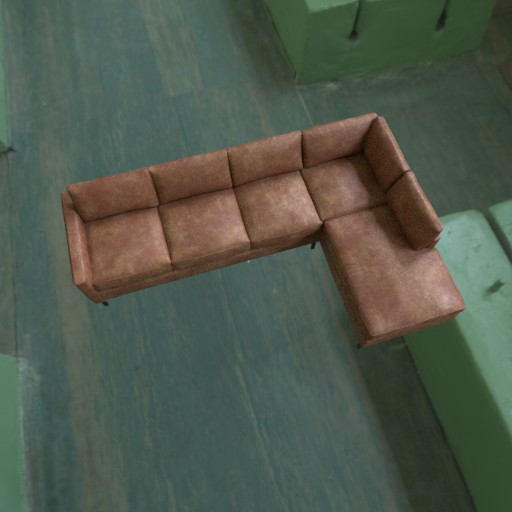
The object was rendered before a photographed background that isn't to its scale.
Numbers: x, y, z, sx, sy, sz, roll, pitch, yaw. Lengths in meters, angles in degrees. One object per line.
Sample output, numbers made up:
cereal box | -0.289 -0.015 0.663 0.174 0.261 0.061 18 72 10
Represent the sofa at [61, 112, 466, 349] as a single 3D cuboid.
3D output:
sofa | 0.000 0.000 3.816 2.984 0.877 1.938 -15 66 -7
